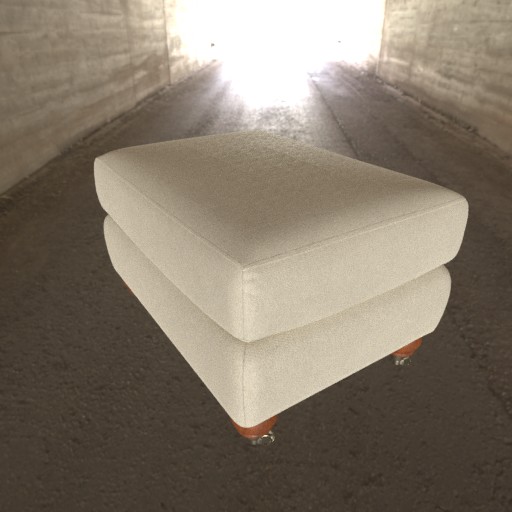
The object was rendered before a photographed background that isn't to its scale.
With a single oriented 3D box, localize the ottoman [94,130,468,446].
[{"bbox_3d":[0.000,0.000,1.117,0.569,0.499,0.773,-17,32,-29],"label":"ottoman"}]
